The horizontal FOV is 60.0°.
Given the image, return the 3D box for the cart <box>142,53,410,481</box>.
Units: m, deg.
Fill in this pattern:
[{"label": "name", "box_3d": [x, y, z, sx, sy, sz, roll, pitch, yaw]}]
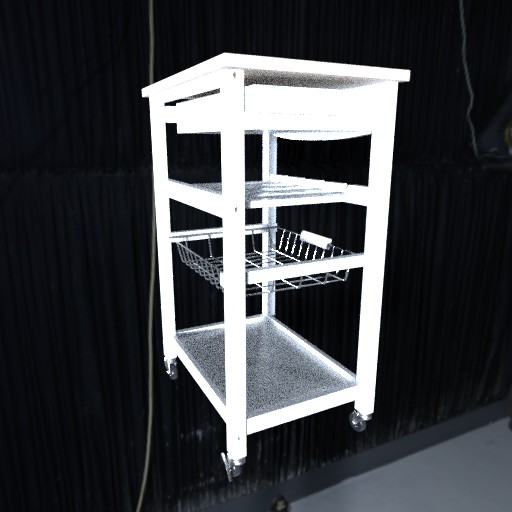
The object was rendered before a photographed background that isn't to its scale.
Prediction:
[{"label": "cart", "box_3d": [0.000, 0.000, 1.159, 0.406, 0.857, 0.578, -7, 16, -26]}]
